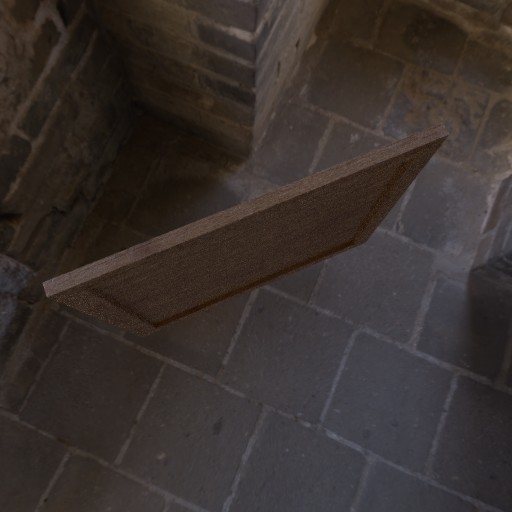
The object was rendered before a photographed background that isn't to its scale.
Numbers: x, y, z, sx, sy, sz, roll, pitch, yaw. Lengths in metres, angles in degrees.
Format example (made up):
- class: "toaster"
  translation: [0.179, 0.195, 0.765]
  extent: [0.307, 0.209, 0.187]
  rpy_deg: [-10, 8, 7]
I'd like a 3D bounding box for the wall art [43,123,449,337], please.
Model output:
- class: "wall art"
  translation: [0.000, 0.000, 0.985]
  extent: [0.690, 0.588, 0.026]
  rpy_deg: [-23, 75, -6]
